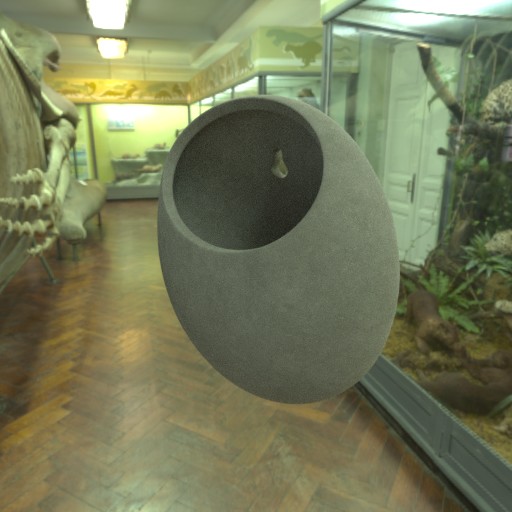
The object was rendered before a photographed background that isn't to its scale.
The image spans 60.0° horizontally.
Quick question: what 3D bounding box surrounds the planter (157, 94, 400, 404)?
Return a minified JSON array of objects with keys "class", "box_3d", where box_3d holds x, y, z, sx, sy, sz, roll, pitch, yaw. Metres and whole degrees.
[{"class":"planter","box_3d":[0.000,0.000,0.274,0.185,0.188,0.071,14,20,41]}]
